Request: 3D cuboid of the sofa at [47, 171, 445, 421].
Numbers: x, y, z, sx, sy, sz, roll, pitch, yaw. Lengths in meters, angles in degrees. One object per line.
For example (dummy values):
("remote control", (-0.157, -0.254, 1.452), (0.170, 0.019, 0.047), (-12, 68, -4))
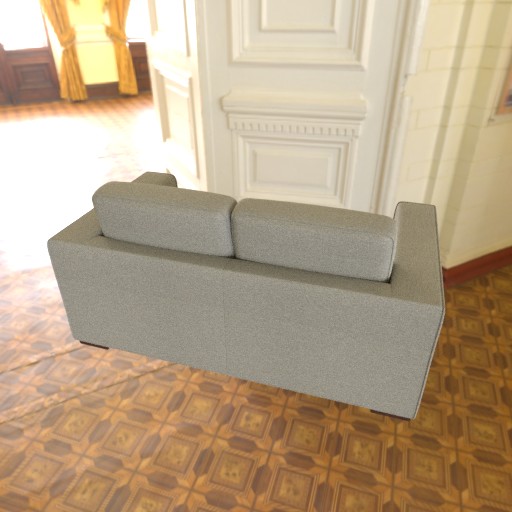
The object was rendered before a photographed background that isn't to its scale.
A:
("sofa", (0.000, 0.000, 2.420), (1.812, 0.924, 1.007), (9, 33, 15))
